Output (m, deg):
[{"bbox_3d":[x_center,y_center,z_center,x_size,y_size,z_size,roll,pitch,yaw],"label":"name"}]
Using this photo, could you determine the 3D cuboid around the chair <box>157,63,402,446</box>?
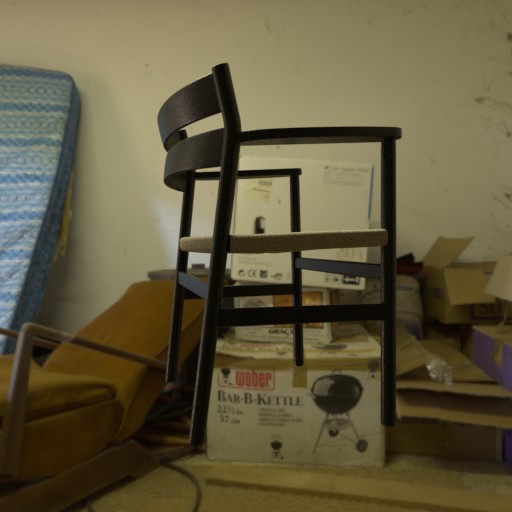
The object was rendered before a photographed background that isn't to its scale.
[{"bbox_3d":[0.000,0.000,1.185,0.508,0.775,0.630,-1,2,-18],"label":"chair"}]
